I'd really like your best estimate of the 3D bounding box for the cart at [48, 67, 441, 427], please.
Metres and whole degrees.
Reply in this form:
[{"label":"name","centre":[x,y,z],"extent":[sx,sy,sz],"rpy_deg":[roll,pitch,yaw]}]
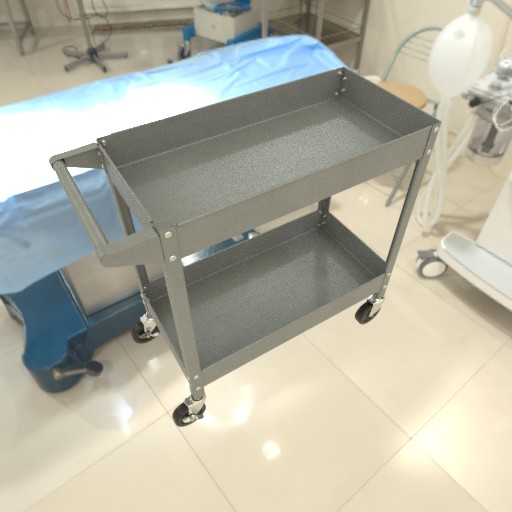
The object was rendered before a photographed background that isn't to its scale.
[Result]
[{"label":"cart","centre":[0.000,0.000,1.184],"extent":[0.779,0.719,0.366],"rpy_deg":[-24,51,-21]}]
